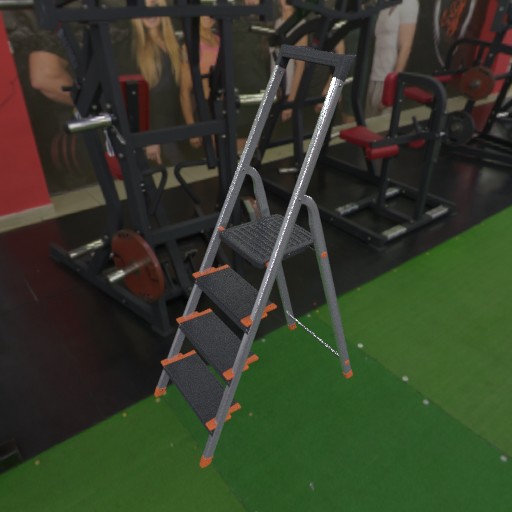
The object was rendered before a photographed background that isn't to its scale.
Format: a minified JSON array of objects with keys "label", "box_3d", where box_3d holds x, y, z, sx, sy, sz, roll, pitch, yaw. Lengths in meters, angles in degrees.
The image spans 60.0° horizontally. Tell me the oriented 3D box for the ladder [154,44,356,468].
[{"label":"ladder","box_3d":[0.000,0.000,1.713,0.834,1.429,0.452,-21,37,-29]}]
